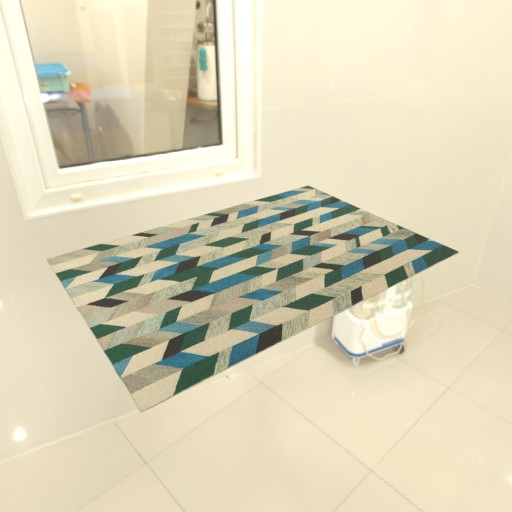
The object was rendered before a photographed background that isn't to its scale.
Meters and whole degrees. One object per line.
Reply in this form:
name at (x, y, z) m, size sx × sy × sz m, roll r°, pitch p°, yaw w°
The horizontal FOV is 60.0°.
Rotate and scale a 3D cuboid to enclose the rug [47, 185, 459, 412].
rug at (0.000, 0.000, 2.354) m, size 1.827 × 0.005 × 1.229 m, roll -20°, pitch 36°, yaw -30°
